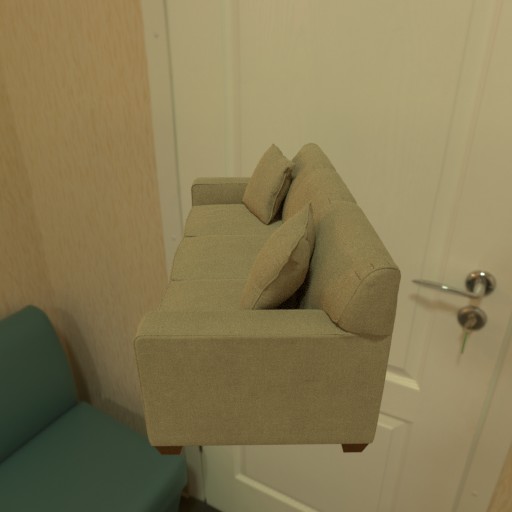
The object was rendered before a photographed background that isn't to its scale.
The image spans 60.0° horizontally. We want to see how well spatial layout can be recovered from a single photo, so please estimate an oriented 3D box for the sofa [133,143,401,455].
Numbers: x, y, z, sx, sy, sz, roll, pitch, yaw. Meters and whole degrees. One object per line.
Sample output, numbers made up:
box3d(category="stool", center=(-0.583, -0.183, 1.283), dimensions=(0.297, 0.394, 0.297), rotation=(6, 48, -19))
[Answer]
box3d(category="sofa", center=(0.000, 0.000, 2.568), dimensions=(0.997, 0.958, 2.024), rotation=(0, 26, -1))
